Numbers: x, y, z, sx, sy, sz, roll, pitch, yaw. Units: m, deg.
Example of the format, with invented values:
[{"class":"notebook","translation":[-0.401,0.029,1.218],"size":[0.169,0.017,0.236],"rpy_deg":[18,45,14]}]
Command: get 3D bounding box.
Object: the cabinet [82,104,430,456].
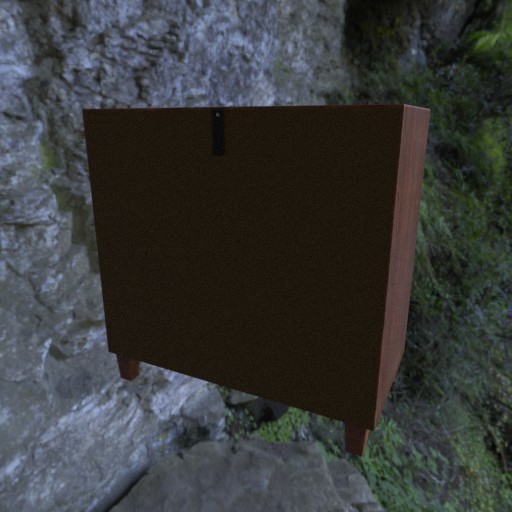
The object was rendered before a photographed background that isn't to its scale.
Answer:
[{"class":"cabinet","translation":[0.000,0.000,1.246],"size":[0.796,0.785,0.412],"rpy_deg":[8,19,25]}]
